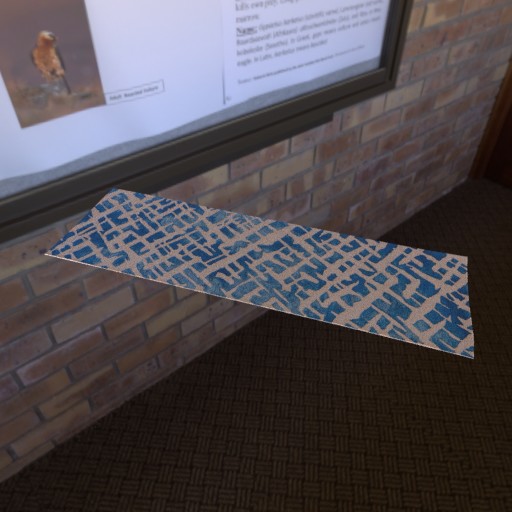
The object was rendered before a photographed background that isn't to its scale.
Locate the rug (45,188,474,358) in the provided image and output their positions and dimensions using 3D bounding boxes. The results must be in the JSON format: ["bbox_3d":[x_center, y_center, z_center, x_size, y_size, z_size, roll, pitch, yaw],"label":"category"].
[{"bbox_3d":[0.000,0.000,2.677,2.446,0.011,0.768,12,43,13],"label":"rug"}]
